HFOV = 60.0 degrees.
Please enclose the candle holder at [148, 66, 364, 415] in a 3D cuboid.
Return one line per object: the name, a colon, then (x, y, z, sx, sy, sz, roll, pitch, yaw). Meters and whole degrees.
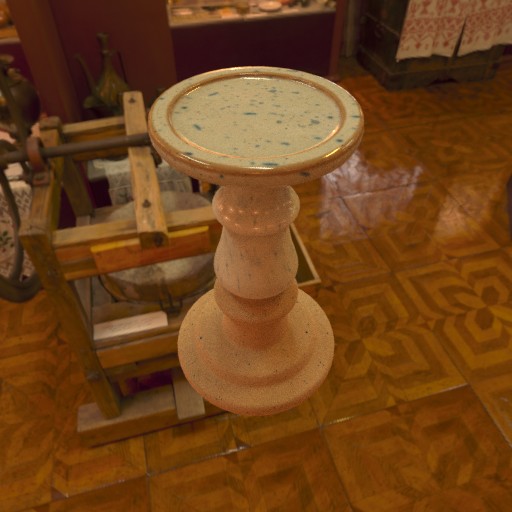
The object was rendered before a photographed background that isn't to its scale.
candle holder: (0.000, 0.000, 0.285, 0.123, 0.202, 0.123, 0, 45, 0)
